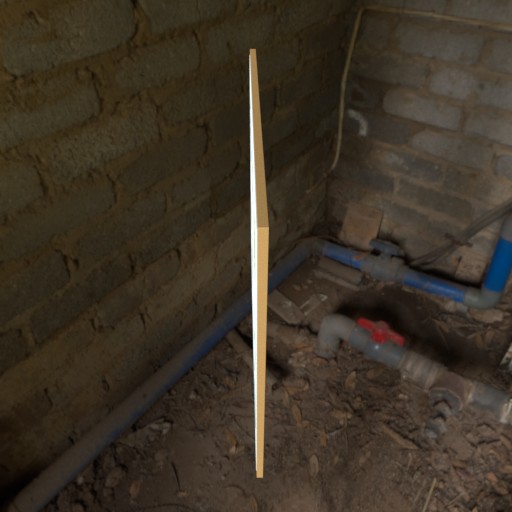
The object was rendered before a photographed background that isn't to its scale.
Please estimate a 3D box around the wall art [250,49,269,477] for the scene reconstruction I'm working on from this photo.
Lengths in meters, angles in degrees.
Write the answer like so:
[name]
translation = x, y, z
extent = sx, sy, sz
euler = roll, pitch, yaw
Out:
[wall art]
translation = 0.000, 0.000, 0.958
extent = 0.014, 0.655, 0.657
euler = -1, 41, -1
